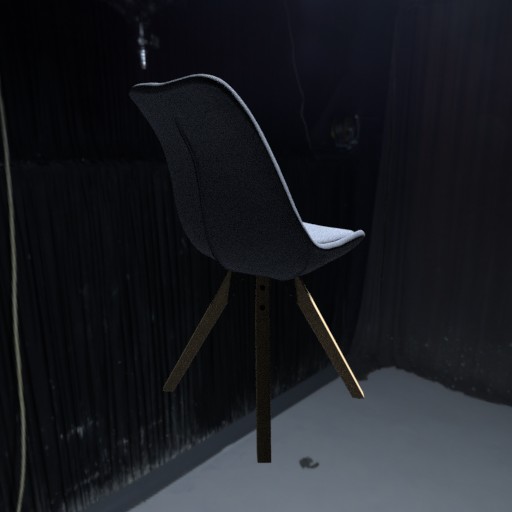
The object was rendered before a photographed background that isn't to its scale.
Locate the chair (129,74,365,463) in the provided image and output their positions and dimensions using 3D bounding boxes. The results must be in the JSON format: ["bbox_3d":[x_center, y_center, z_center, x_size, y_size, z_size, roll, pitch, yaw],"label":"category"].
[{"bbox_3d":[0.000,0.000,1.192,0.550,0.850,0.485,-14,20,-41],"label":"chair"}]
